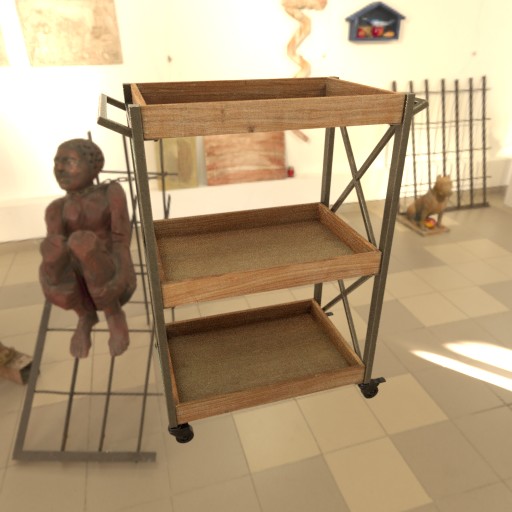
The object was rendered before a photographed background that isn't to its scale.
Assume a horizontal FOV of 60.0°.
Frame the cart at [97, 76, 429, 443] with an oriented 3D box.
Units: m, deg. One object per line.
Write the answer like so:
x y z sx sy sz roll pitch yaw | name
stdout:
0.000 0.000 1.169 0.673 0.835 0.377 -8 29 -15 | cart
